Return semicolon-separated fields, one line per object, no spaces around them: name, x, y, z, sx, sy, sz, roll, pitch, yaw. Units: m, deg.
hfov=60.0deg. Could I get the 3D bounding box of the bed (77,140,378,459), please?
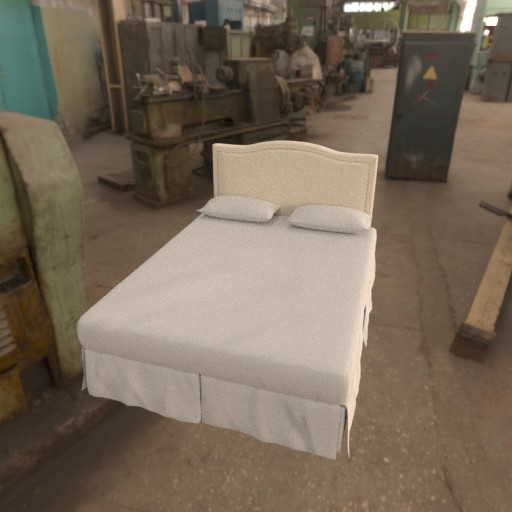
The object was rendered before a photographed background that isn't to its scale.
bed;0.000;0.000;3.732;1.977;1.437;2.477;8;27;16
